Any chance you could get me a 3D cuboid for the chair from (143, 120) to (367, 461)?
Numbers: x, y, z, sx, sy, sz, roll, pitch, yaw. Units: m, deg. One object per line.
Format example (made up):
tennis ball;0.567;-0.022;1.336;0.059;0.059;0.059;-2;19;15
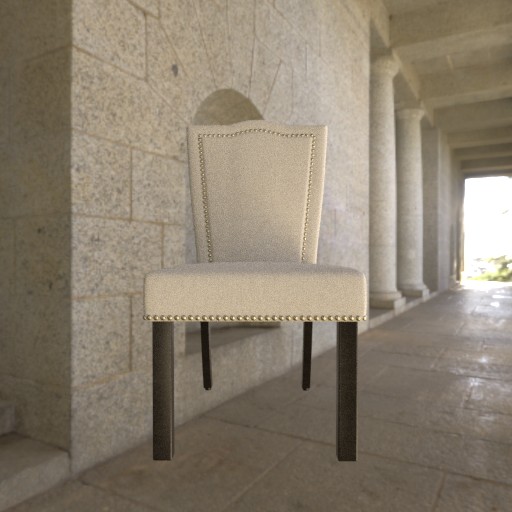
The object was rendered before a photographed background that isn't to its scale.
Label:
chair;0.000;0.000;1.291;0.518;0.946;0.589;0;0;1
